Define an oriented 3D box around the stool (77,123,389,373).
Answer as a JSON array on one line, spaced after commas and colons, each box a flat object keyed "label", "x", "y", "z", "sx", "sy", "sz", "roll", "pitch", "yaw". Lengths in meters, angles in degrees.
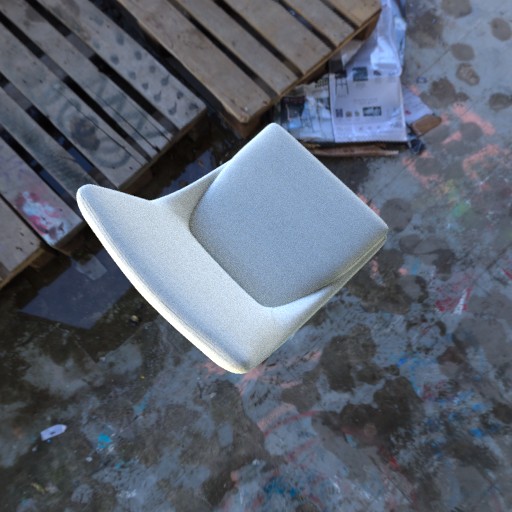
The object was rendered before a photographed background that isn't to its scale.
[{"label": "stool", "x": 0.000, "y": 0.000, "z": 1.280, "sx": 0.559, "sy": 0.991, "sz": 0.469, "roll": -43, "pitch": 79, "yaw": -10}]
